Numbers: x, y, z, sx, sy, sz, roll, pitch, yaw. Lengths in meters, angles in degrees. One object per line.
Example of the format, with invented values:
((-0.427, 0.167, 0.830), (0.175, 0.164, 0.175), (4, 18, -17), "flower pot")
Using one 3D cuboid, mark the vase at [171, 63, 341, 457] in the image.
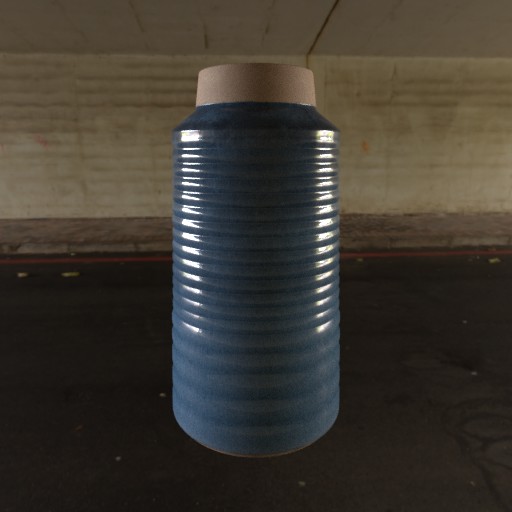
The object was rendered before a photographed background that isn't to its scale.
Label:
((0.000, 0.000, 0.410), (0.163, 0.316, 0.163), (0, 13, 0), "vase")
